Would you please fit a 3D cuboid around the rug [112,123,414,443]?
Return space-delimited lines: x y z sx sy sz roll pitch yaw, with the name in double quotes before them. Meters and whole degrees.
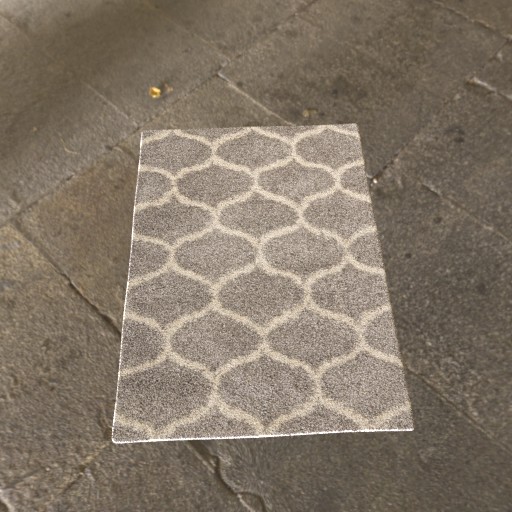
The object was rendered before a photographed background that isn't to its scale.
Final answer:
"rug" 0.000 0.000 2.108 1.200 0.025 1.600 -2 63 -1
